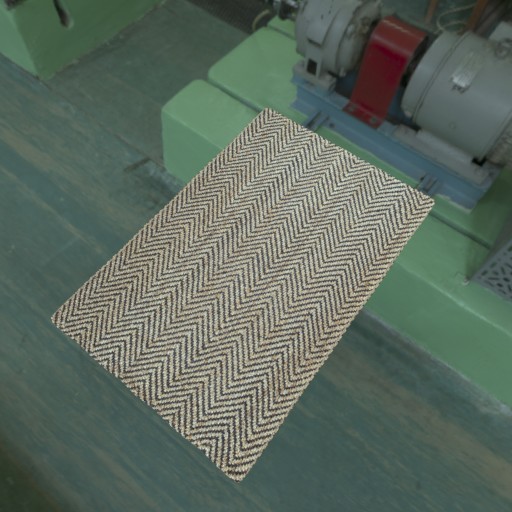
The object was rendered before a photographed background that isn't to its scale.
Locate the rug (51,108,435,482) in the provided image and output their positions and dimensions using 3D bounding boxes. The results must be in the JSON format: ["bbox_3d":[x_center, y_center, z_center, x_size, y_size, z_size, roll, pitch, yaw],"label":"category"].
[{"bbox_3d":[0.000,0.000,2.382,1.219,0.008,1.828,34,68,16],"label":"rug"}]
